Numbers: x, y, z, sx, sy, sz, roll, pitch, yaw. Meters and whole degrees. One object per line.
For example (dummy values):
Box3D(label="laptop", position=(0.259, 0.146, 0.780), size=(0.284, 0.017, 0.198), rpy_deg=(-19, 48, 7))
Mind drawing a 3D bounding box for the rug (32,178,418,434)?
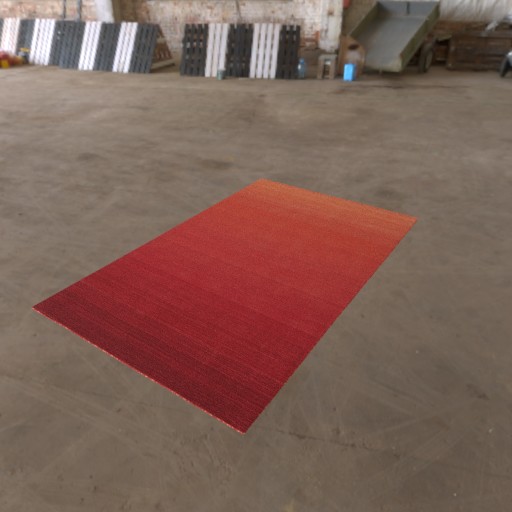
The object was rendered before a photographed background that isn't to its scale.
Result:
Box3D(label="rug", position=(0.000, 0.000, 3.094), size=(1.531, 0.010, 2.442), rpy_deg=(20, 37, 29))
